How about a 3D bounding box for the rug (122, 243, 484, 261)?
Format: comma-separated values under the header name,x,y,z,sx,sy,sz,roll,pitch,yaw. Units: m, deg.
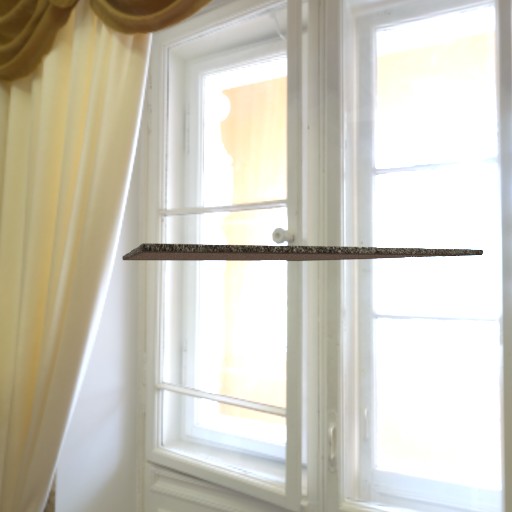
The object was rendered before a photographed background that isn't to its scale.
name,x,y,z,sx,sy,sz,roll,pitch,yaw
rug,0.000,0.000,2.162,1.198,0.025,1.601,0,-1,-19
